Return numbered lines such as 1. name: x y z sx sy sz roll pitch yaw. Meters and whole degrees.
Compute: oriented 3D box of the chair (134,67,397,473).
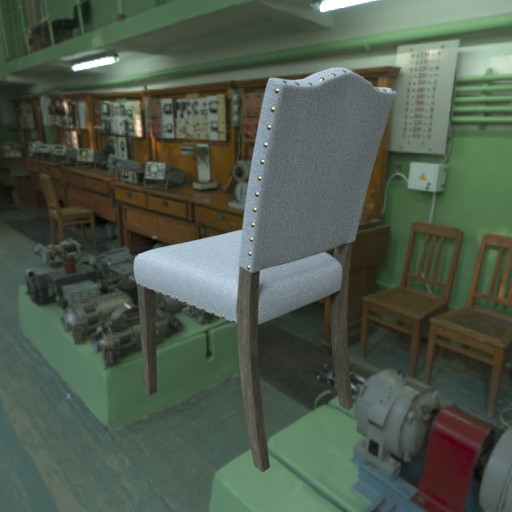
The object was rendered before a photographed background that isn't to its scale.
1. chair: 0.000 0.000 1.346 0.508 1.020 0.620 -16 23 -41
